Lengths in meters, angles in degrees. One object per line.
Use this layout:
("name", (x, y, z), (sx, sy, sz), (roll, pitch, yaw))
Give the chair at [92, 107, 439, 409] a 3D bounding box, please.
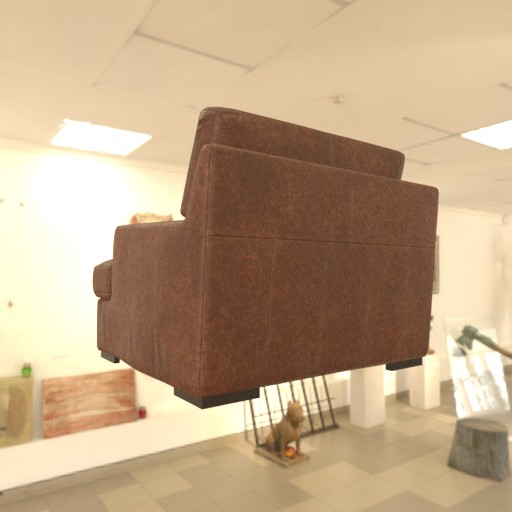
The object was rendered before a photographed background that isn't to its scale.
("chair", (0.000, 0.000, 1.991), (1.168, 0.939, 1.143), (2, -3, -36))
